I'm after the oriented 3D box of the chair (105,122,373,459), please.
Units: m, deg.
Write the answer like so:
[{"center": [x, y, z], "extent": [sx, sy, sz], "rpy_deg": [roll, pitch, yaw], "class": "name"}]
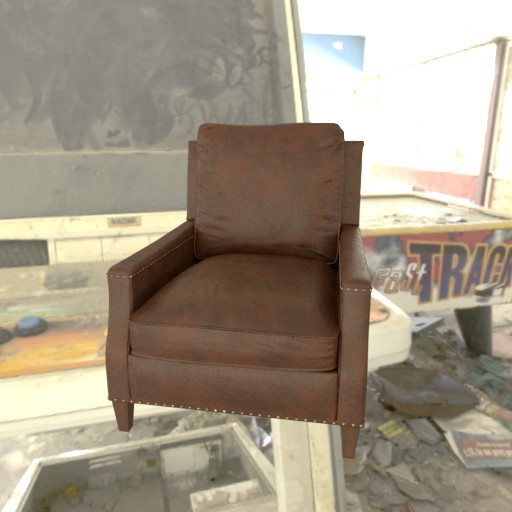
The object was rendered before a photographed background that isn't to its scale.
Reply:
[{"center": [0.000, 0.000, 1.782], "extent": [0.854, 1.054, 1.035], "rpy_deg": [3, 15, 10], "class": "chair"}]
